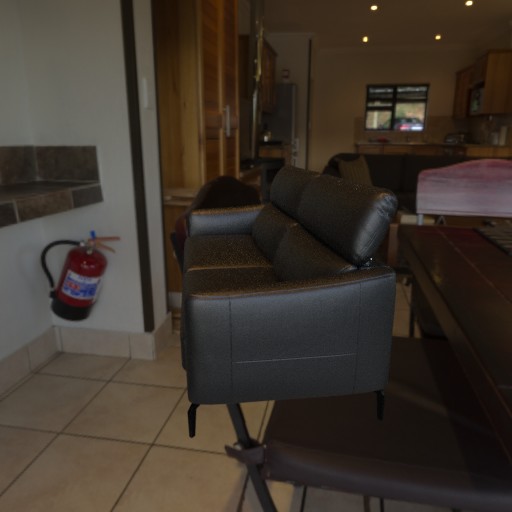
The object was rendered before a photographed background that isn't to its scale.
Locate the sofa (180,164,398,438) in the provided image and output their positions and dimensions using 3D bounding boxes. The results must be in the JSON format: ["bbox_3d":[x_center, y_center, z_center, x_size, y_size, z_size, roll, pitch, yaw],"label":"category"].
[{"bbox_3d":[0.000,0.000,2.605,0.856,0.957,2.069,-2,15,-8],"label":"sofa"}]
